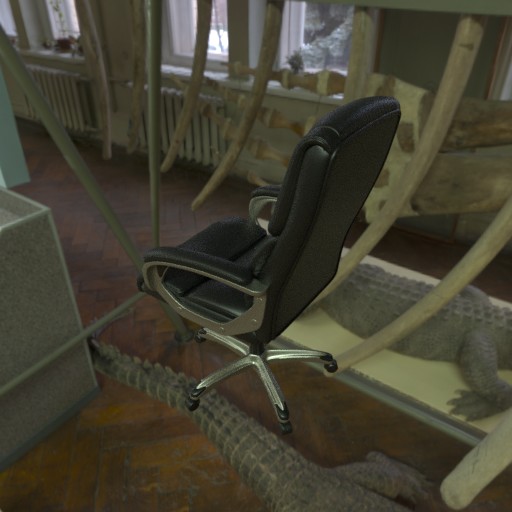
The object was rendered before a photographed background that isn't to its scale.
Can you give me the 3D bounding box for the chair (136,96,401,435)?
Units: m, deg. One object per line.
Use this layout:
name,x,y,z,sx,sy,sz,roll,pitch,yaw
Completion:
chair,0.000,0.000,1.587,0.739,1.155,0.663,21,38,29
